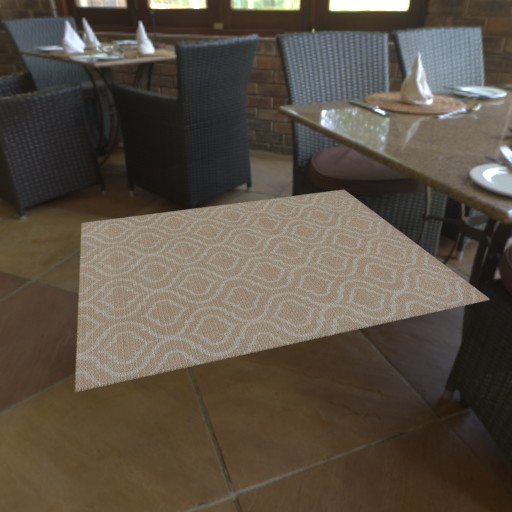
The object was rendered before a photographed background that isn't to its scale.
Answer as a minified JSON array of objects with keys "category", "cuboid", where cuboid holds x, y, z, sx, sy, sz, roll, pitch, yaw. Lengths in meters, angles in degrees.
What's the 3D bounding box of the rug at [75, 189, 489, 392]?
[{"category":"rug","cuboid":[0.000,0.000,3.832,2.894,0.013,2.286,-9,31,-15]}]
